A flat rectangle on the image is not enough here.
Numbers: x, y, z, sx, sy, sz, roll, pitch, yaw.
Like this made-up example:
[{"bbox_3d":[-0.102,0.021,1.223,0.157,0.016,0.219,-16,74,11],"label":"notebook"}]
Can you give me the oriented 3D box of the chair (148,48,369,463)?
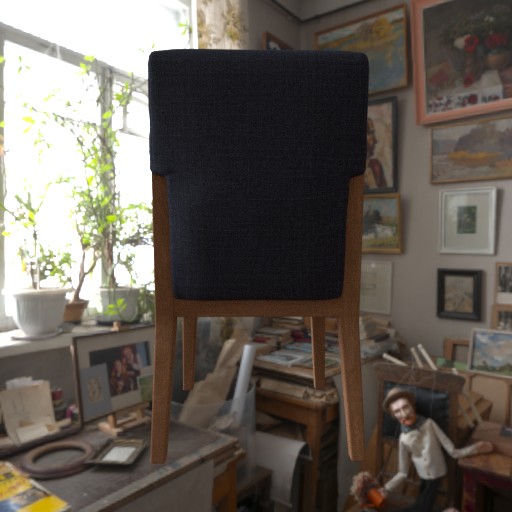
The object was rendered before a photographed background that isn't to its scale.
[{"bbox_3d":[0.000,0.000,1.242,0.507,0.911,0.586,0,1,-1],"label":"chair"}]
